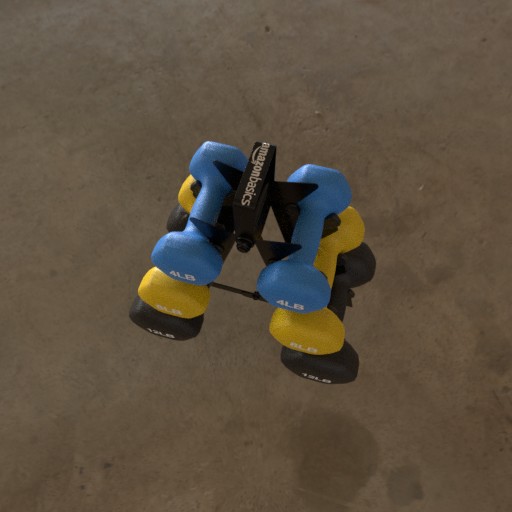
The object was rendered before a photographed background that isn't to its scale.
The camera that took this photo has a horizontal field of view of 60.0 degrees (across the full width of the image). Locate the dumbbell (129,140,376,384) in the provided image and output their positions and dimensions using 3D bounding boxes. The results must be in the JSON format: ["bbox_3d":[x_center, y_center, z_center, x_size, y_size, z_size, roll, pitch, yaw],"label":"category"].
[{"bbox_3d":[0.000,0.000,0.687,0.409,0.426,0.255,14,65,7],"label":"dumbbell"}]
